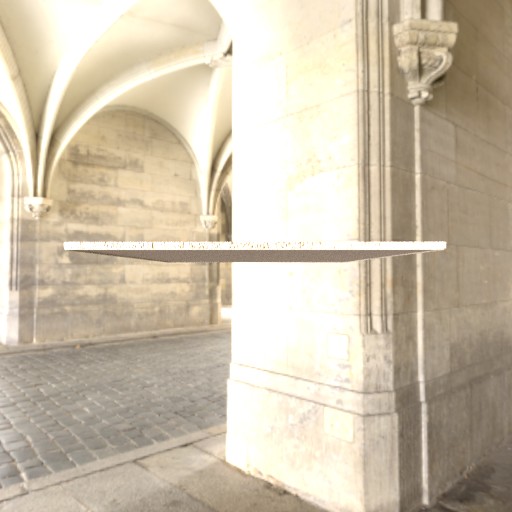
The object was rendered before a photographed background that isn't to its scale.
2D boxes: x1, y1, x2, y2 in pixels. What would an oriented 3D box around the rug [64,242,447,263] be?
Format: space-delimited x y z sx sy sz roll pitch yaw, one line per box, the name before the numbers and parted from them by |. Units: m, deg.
rug | 0.000 0.000 2.164 1.199 0.025 1.600 0 -2 0
